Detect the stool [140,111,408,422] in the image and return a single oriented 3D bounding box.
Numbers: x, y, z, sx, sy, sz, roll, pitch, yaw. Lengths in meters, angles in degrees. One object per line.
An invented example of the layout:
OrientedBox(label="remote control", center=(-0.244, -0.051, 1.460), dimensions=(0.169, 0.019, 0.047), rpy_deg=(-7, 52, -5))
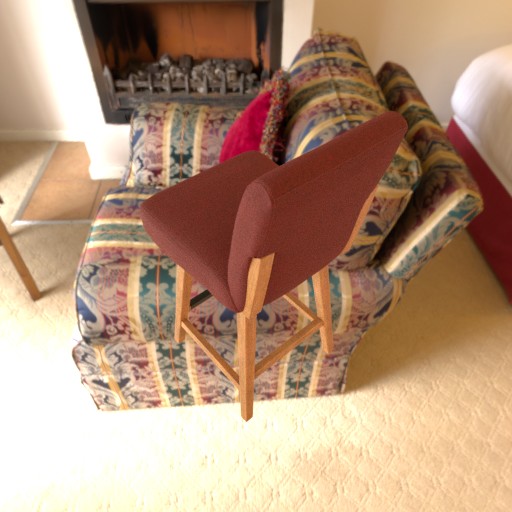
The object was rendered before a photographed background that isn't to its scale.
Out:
OrientedBox(label="stool", center=(0.000, 0.000, 1.368), dimensions=(0.468, 1.038, 0.562), rpy_deg=(-32, 54, -27))
